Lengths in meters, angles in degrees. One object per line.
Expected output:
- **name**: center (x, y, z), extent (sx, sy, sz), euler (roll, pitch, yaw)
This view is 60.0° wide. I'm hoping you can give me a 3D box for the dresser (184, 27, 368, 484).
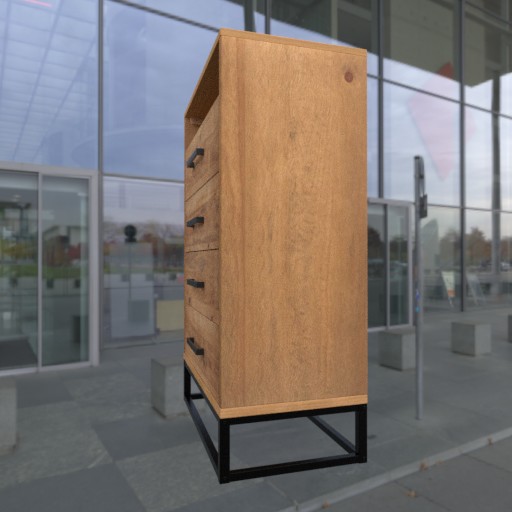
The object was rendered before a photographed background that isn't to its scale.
- **dresser**: center (0.000, 0.000, 1.625), extent (0.479, 1.240, 0.761), euler (0, 0, -17)
